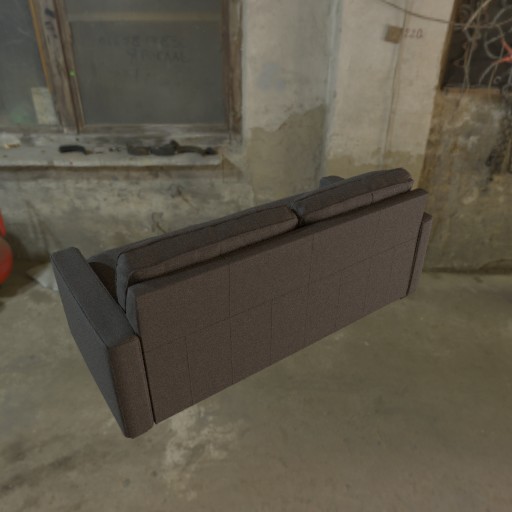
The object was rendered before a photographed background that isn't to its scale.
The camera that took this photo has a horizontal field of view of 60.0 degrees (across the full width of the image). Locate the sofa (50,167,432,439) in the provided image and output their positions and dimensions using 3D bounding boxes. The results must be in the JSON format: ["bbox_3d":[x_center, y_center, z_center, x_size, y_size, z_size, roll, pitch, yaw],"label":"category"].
[{"bbox_3d":[0.000,0.000,2.601,2.080,0.919,0.940,-20,36,-30],"label":"sofa"}]
